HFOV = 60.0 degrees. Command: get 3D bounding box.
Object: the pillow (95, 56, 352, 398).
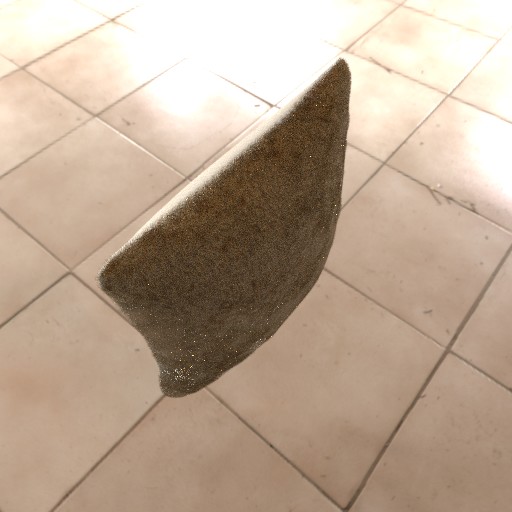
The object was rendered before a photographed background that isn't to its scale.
[{"bbox_3d":[0.000,0.000,0.816,0.216,0.525,0.538,34,63,20],"label":"pillow"}]
